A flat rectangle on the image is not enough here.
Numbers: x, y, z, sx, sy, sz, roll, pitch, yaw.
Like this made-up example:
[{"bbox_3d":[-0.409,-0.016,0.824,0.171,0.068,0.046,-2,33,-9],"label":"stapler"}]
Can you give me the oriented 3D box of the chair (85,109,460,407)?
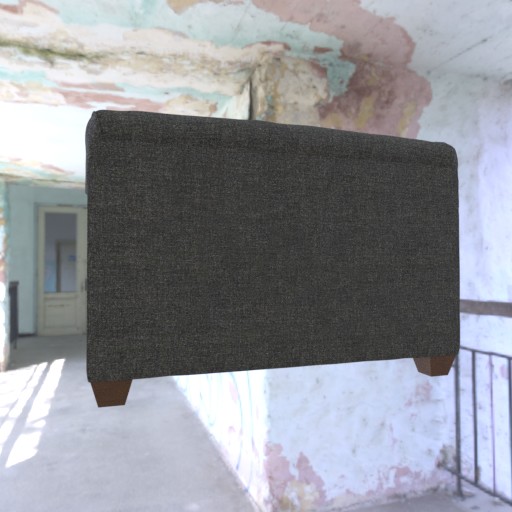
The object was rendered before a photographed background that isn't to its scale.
[{"bbox_3d":[0.000,0.000,1.983,1.383,0.948,1.000,0,-1,-18],"label":"chair"}]
